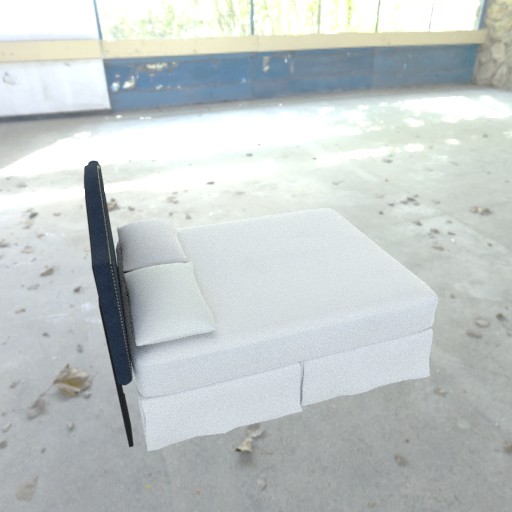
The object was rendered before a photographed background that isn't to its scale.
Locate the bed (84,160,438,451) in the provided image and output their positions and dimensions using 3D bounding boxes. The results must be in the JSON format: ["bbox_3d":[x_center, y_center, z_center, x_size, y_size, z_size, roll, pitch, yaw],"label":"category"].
[{"bbox_3d":[0.000,0.000,3.253,2.153,1.518,1.725,-10,31,-16],"label":"bed"}]
